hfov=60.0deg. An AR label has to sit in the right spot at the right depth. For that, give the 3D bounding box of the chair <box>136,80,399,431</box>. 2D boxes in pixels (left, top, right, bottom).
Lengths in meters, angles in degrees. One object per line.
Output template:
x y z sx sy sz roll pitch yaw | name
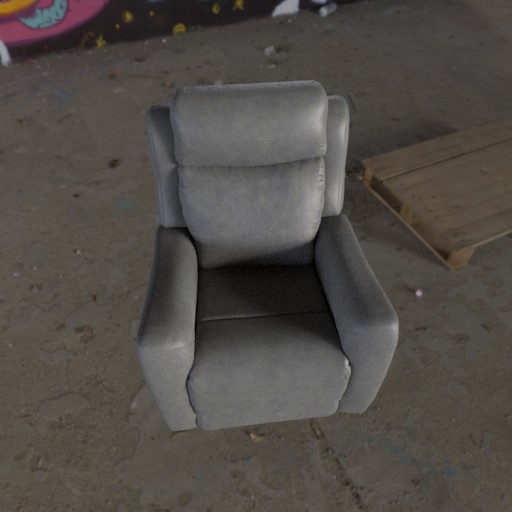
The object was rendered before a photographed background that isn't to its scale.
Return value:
0.000 0.000 1.910 0.967 1.116 1.068 -4 47 -4 | chair
